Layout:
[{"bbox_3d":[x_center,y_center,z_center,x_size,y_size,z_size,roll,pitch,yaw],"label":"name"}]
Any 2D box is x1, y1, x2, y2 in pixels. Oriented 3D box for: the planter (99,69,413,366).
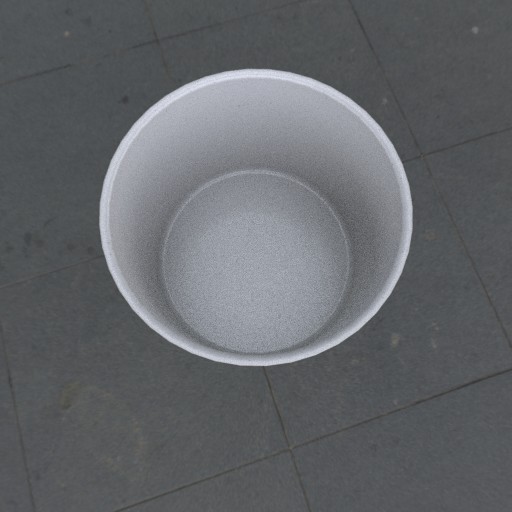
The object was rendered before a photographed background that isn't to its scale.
[{"bbox_3d":[0.000,0.000,0.392,0.188,0.260,0.188,0,76,0],"label":"planter"}]
